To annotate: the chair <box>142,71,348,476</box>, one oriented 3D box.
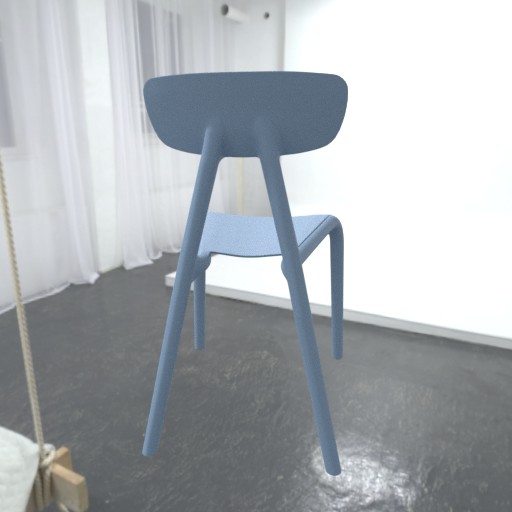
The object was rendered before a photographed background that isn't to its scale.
[{"bbox_3d":[0.000,0.000,0.811,0.356,0.580,0.401,2,15,8],"label":"chair"}]
